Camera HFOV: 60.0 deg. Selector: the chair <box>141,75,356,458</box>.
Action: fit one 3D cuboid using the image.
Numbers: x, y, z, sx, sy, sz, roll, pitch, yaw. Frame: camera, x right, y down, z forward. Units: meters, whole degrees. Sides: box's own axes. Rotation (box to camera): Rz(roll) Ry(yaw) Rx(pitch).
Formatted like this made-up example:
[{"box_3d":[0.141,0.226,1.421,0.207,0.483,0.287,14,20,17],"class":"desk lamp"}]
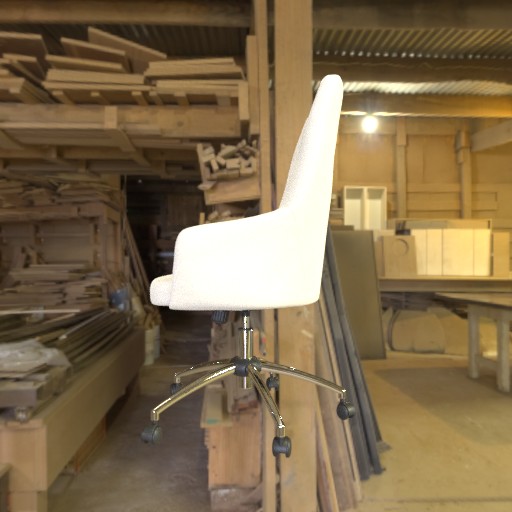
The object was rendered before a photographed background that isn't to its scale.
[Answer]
[{"box_3d":[0.000,0.000,1.441,0.640,1.049,0.620,0,0,0],"class":"chair"}]
